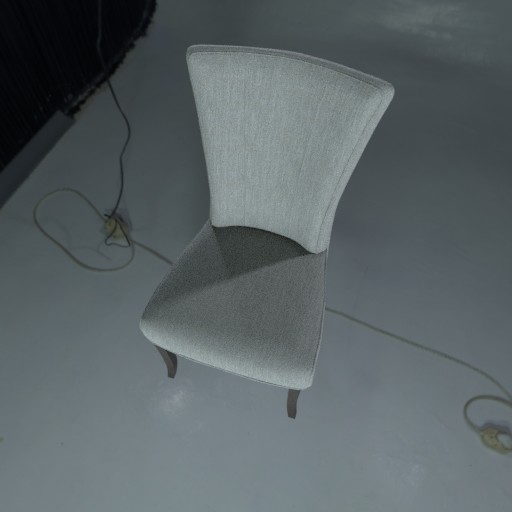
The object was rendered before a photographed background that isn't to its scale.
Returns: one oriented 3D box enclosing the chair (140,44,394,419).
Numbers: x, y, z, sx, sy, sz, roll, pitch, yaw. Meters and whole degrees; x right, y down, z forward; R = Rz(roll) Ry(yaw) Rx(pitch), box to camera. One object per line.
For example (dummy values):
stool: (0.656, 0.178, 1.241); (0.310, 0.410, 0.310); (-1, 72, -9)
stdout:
chair: (0.000, 0.000, 1.345); (0.520, 0.991, 0.660); (15, 59, 10)
